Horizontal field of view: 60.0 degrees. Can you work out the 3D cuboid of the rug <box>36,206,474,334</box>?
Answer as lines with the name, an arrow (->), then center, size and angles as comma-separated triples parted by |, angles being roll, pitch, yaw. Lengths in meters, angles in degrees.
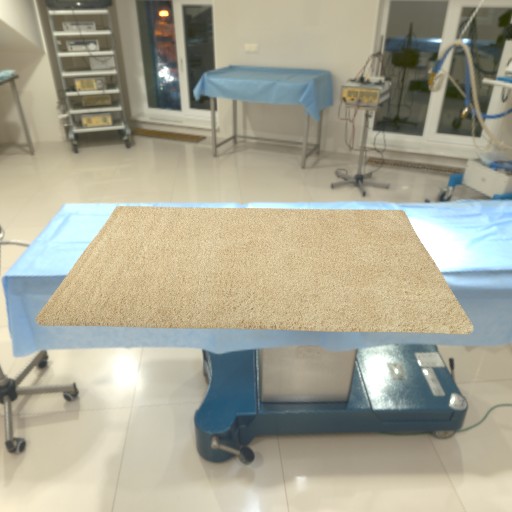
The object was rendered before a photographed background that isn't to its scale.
rug -> 0.000, 0.000, 2.985 | 2.349, 0.025, 1.500 | 1, 31, 2
